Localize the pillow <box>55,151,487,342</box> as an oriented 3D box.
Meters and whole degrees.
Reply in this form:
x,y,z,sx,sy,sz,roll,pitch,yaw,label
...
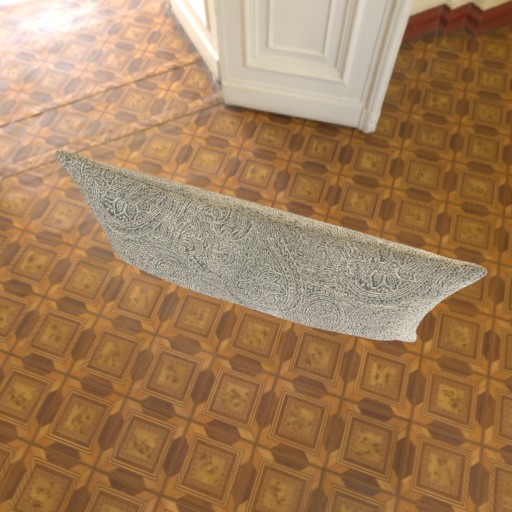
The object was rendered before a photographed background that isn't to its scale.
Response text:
x,y,z,sx,sy,sz,roll,pitch,yaw,label
0.000,0.000,0.730,0.615,0.295,0.151,16,64,8,pillow
